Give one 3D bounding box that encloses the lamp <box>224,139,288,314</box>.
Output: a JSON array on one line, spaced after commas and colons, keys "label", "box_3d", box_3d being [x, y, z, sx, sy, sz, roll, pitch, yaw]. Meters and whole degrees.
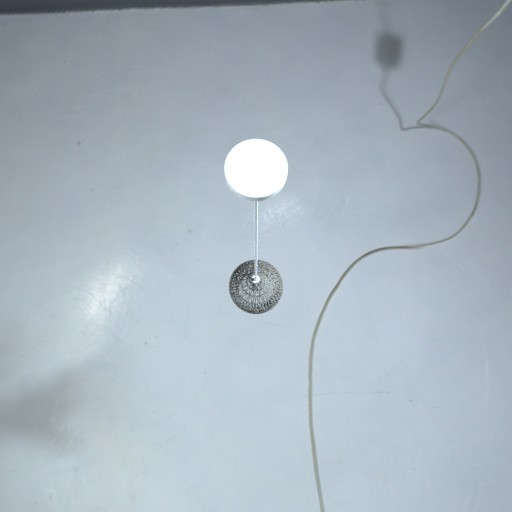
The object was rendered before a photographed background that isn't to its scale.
[{"label": "lamp", "box_3d": [0.000, 0.000, 2.093, 0.355, 1.919, 0.355, -2, 76, -1]}]
